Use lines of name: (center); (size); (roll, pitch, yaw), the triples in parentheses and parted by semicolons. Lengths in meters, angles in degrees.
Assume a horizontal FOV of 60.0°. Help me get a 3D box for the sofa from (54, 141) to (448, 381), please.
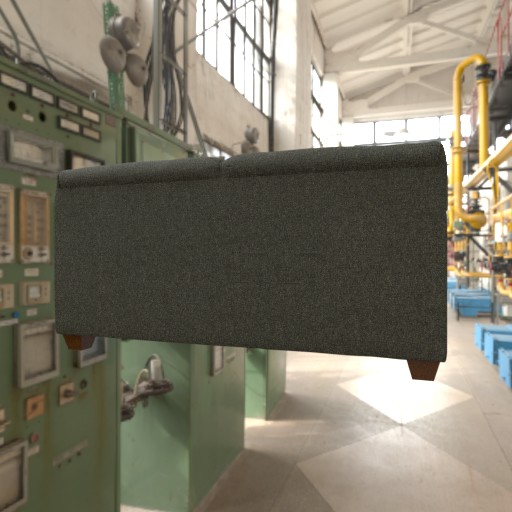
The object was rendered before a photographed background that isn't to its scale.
sofa: (0.000, 0.000, 2.394); (1.846, 0.958, 0.998); (0, 0, 19)
